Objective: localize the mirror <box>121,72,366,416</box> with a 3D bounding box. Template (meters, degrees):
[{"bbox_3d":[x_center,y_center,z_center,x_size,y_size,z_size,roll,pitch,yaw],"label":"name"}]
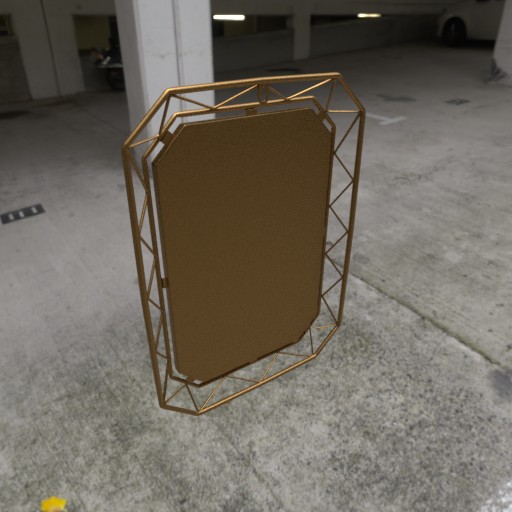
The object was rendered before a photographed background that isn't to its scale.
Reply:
[{"bbox_3d":[0.000,0.000,0.746,0.417,0.566,0.042,-18,34,-29],"label":"mirror"}]
